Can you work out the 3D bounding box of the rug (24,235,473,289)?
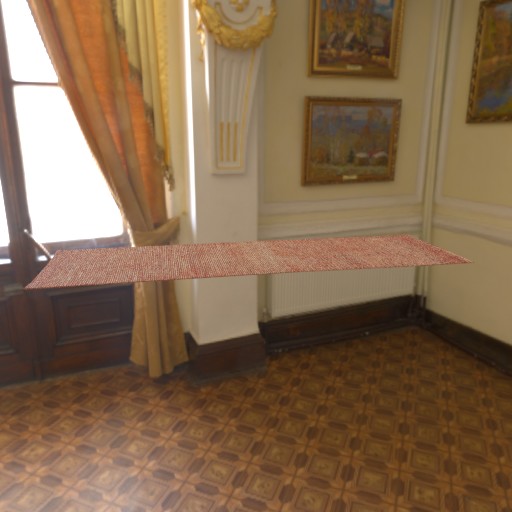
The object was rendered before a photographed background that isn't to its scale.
[{"bbox_3d":[0.000,0.000,2.598,2.353,0.013,0.718,-3,16,-10],"label":"rug"}]
